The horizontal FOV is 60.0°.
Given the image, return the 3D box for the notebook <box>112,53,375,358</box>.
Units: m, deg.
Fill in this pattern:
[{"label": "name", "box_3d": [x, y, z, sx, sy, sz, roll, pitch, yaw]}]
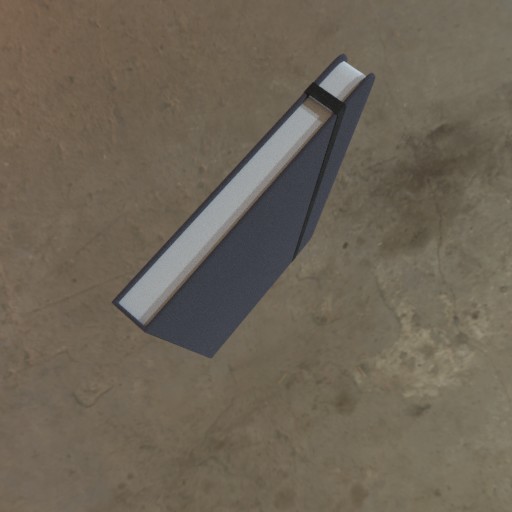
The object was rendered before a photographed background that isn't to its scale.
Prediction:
[{"label": "notebook", "box_3d": [0.000, 0.000, 0.255, 0.016, 0.213, 0.127, 39, 78, 10]}]
